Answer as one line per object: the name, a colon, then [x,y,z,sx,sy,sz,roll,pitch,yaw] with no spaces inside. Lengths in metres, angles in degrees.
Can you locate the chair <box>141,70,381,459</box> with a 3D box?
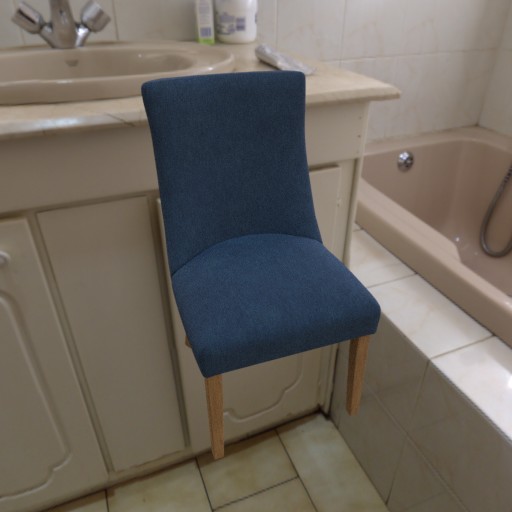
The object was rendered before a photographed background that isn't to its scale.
chair: [0.000,0.000,1.279,0.495,0.902,0.609,-11,34,-16]
